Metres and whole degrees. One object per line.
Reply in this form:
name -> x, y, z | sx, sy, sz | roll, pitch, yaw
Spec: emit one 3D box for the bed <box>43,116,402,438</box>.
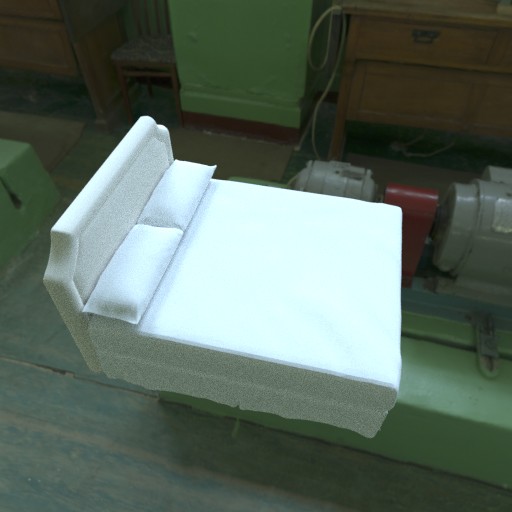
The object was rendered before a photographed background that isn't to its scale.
bed -> 0.000, 0.000, 3.871 | 2.548, 1.524, 2.134 | 10, 48, 9
